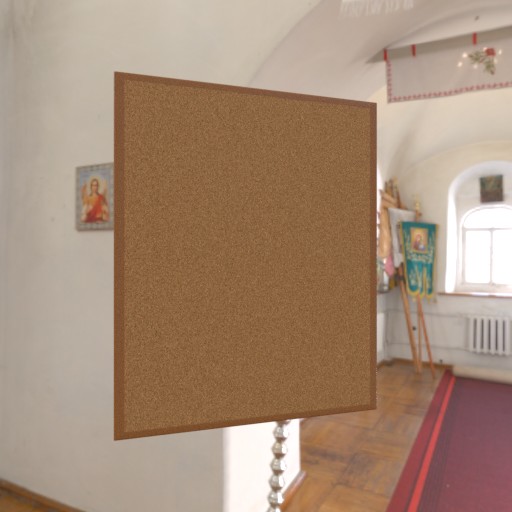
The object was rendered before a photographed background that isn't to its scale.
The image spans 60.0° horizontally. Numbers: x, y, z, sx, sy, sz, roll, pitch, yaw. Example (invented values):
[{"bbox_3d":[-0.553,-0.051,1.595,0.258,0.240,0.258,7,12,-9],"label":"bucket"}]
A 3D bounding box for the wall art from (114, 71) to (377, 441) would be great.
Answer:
[{"bbox_3d":[0.000,0.000,0.740,0.452,0.553,0.022,0,0,-18],"label":"wall art"}]
